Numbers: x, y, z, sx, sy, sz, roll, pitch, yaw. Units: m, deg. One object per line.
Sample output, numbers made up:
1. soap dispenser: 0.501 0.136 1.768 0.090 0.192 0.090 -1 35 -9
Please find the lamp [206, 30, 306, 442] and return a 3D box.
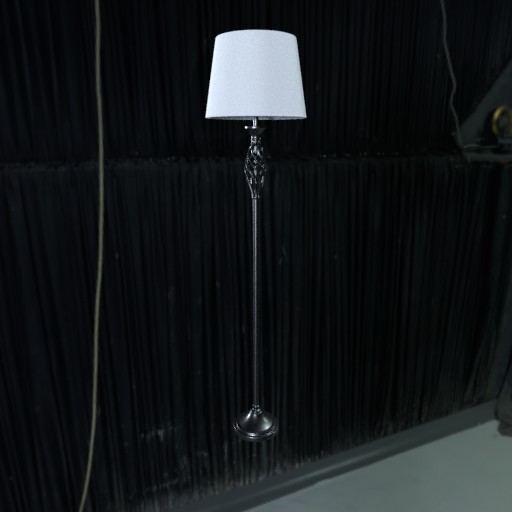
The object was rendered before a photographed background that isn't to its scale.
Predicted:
1. lamp: 0.000 0.000 1.812 0.379 1.623 0.379 0 15 0
